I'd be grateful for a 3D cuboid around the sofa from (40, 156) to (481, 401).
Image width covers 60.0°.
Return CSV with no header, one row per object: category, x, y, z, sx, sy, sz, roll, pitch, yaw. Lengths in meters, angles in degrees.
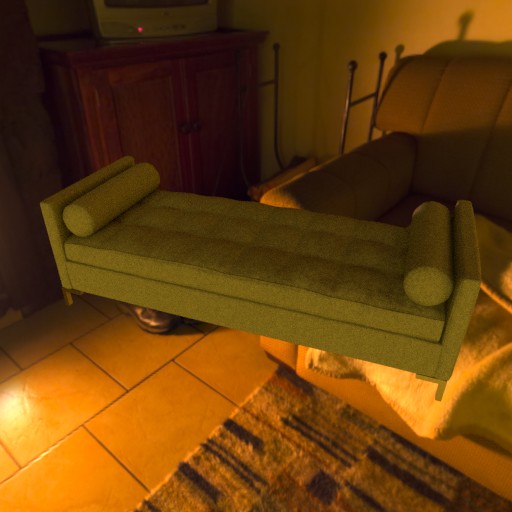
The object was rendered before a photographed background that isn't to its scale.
sofa,0.000,0.000,2.429,2.102,0.657,0.797,11,33,17
